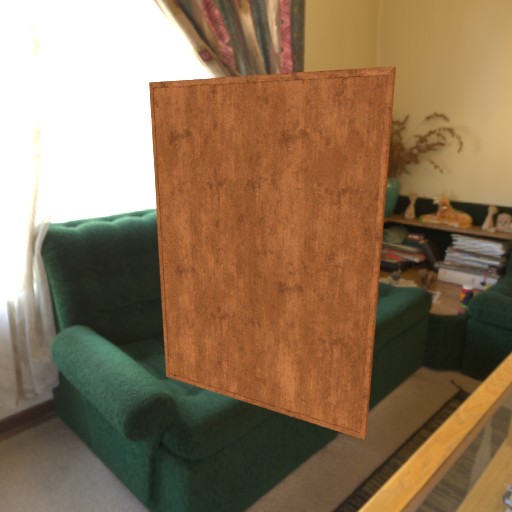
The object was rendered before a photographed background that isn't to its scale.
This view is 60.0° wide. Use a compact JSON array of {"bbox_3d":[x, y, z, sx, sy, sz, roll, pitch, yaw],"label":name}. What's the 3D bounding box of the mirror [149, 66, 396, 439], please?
[{"bbox_3d":[0.000,0.000,1.448,0.796,1.099,0.028,8,18,27],"label":"mirror"}]
